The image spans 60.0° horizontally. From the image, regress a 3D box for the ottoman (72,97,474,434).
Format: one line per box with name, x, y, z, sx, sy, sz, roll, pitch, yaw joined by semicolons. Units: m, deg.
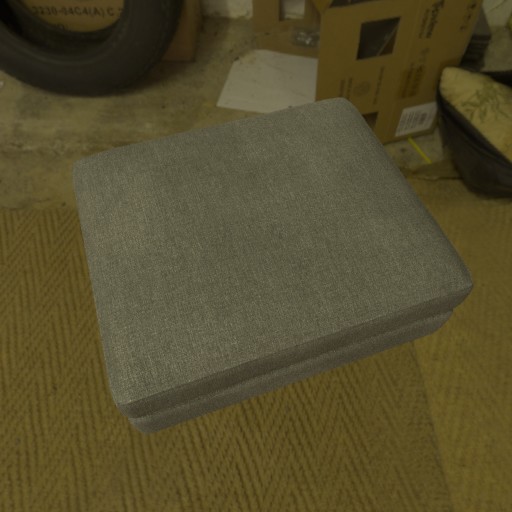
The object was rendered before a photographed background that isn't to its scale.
ottoman;0.000;0.000;1.226;0.821;0.474;0.693;-17;59;-10
